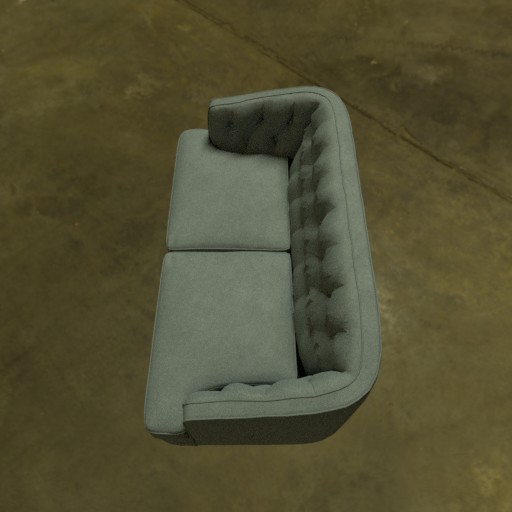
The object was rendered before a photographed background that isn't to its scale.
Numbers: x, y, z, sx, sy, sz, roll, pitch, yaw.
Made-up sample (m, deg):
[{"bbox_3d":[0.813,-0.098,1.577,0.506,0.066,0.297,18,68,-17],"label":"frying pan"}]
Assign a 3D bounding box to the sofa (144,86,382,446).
[{"bbox_3d":[0.000,0.000,2.253,0.941,0.855,1.733,0,59,0],"label":"sofa"}]
